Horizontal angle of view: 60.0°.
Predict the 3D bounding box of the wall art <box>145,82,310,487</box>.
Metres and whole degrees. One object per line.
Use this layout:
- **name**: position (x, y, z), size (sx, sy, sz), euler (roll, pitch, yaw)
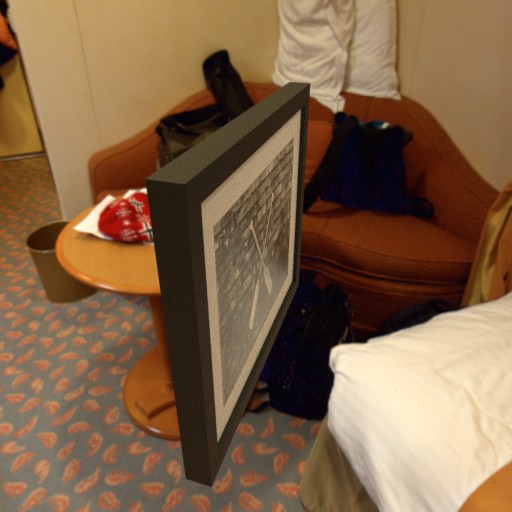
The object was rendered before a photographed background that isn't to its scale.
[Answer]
- **wall art**: position (0.000, 0.000, 0.528), size (0.029, 0.330, 0.381), euler (10, 32, 15)
